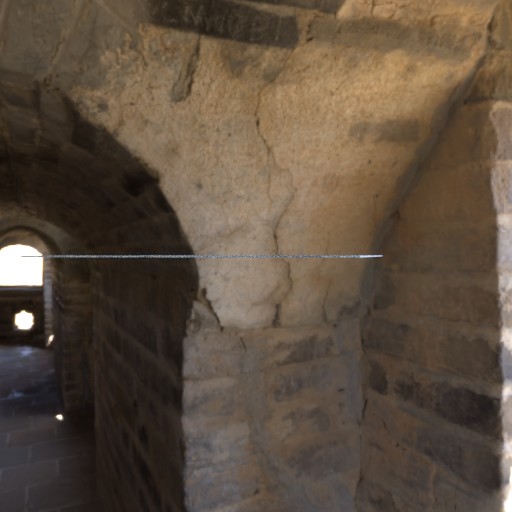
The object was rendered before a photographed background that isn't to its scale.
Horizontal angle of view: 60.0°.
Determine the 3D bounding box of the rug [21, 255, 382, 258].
[{"bbox_3d":[0.000,0.000,2.187,1.142,0.006,1.752,0,0,18],"label":"rug"}]
